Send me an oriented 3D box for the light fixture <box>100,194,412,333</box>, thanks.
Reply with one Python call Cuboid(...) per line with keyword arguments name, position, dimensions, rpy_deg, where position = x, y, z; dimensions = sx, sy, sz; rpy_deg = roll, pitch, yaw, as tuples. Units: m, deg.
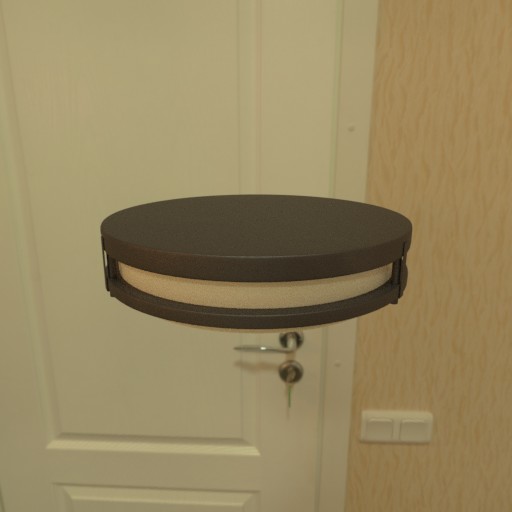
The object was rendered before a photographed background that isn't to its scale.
Cuboid(name="light fixture", position=(0.000, 0.000, 0.545), dimensions=(0.356, 0.102, 0.356), rpy_deg=(0, 16, 0))
